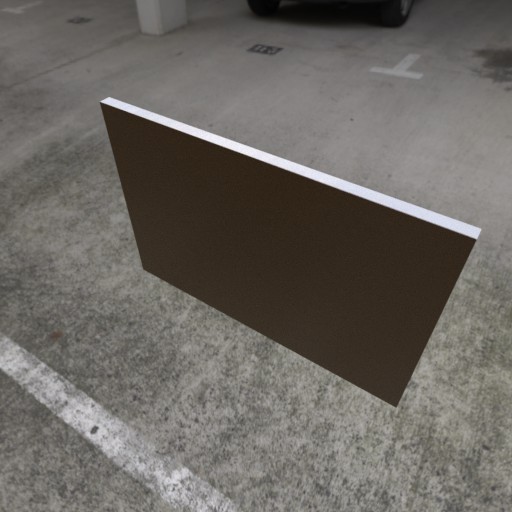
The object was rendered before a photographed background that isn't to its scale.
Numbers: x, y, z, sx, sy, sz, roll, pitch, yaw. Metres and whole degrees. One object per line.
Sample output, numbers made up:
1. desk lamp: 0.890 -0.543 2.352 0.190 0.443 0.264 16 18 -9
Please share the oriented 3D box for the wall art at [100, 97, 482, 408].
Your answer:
1. wall art: 0.000 0.000 1.439 1.145 0.762 0.041 25 50 23
